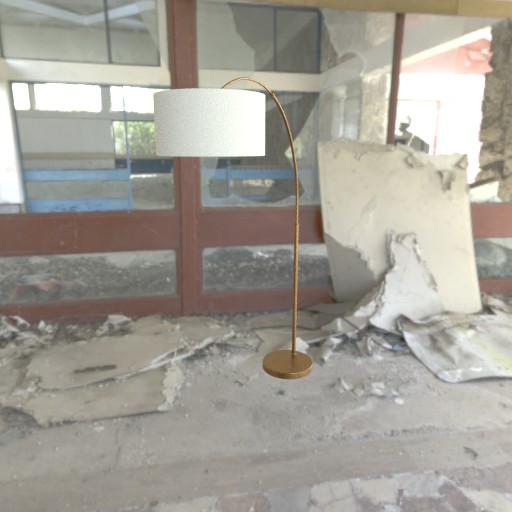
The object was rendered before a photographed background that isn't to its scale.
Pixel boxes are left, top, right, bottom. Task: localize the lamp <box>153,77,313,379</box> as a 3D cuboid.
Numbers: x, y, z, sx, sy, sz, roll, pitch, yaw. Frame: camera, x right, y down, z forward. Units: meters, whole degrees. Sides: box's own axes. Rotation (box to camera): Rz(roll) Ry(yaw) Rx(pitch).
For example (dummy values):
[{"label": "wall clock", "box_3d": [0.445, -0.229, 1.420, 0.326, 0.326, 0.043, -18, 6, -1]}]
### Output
[{"label": "lamp", "box_3d": [0.000, 0.000, 2.584, 0.493, 1.927, 1.434, 7, 15, 25]}]
